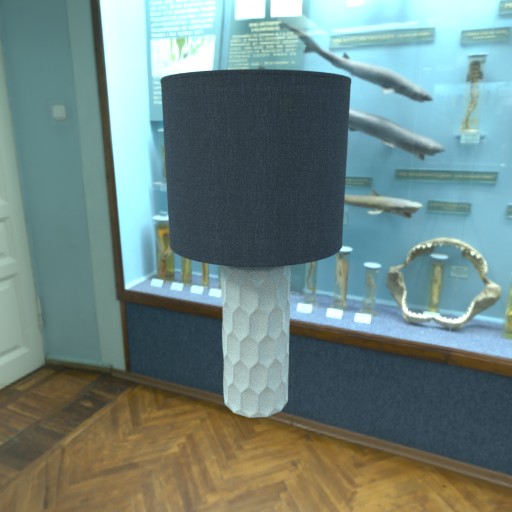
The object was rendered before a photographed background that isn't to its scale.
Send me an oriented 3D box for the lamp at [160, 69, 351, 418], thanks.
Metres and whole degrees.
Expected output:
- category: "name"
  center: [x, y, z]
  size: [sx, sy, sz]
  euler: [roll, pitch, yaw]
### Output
- category: "lamp"
  center: [0.000, 0.000, 0.728]
  size: [0.277, 0.537, 0.277]
  euler: [8, 18, 25]
